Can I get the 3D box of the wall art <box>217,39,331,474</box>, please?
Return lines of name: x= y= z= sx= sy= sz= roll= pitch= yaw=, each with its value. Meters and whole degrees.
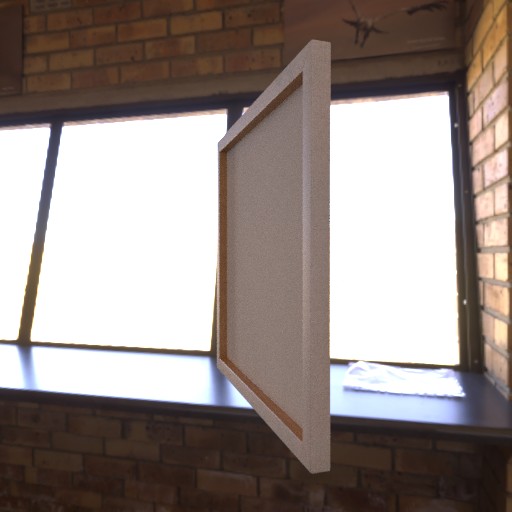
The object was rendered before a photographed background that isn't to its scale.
wall art: x=0.000 y=0.000 z=1.144 sx=0.038 sy=0.762 sz=0.762 roll=0 pitch=0 yaw=-18
